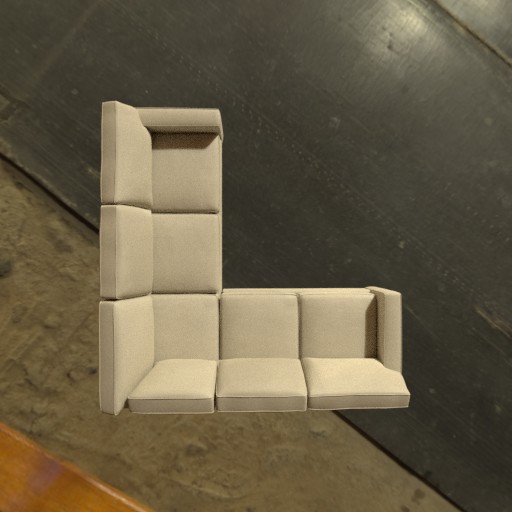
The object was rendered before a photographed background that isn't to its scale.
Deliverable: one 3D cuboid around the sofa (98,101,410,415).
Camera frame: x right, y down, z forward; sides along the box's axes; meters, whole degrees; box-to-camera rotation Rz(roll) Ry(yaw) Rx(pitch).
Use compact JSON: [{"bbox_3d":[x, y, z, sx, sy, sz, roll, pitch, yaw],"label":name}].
[{"bbox_3d":[0.000,0.000,3.423,2.182,0.939,2.189,0,90,-2],"label":"sofa"}]
